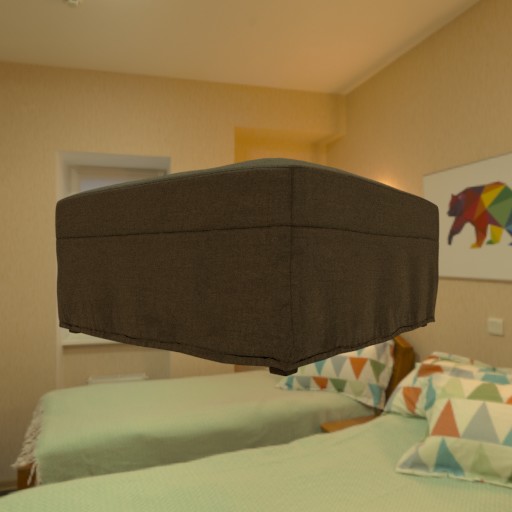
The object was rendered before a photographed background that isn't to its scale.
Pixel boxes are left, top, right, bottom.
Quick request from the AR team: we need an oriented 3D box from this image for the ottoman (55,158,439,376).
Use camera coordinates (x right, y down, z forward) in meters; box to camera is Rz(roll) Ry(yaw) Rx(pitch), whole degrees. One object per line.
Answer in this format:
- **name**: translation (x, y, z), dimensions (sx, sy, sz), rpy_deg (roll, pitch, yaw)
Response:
- **ottoman**: translation (0.000, 0.000, 1.323), dimensions (0.840, 0.436, 0.843), rpy_deg (0, 0, 39)
